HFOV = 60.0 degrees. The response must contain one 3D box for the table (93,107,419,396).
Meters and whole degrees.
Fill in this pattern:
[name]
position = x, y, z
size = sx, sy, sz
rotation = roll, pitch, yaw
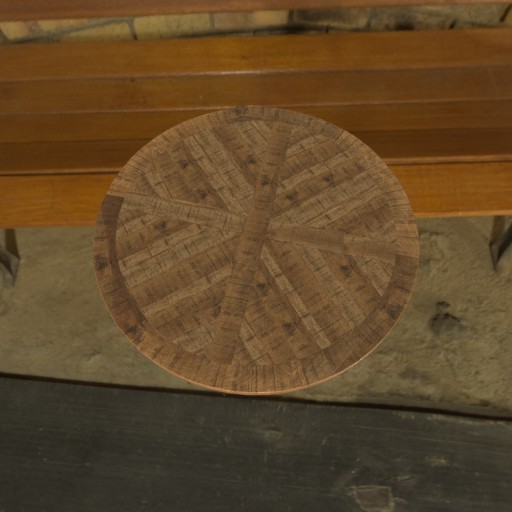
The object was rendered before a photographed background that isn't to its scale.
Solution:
[table]
position = 0.000, 0.000, 1.967
size = 1.264, 0.516, 1.264
rotation = 0, 64, 0
